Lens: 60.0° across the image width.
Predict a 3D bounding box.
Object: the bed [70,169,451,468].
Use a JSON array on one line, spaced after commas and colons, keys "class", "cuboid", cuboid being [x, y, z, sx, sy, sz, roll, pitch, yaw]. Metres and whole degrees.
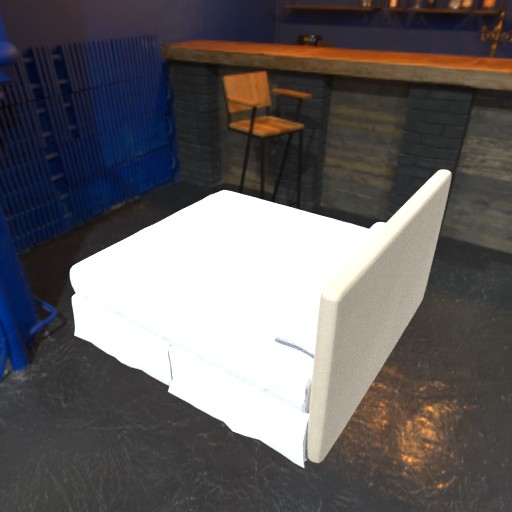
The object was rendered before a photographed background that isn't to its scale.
[{"class": "bed", "cuboid": [0.000, 0.000, 3.584, 2.319, 1.317, 2.119, 19, 36, 29]}]
